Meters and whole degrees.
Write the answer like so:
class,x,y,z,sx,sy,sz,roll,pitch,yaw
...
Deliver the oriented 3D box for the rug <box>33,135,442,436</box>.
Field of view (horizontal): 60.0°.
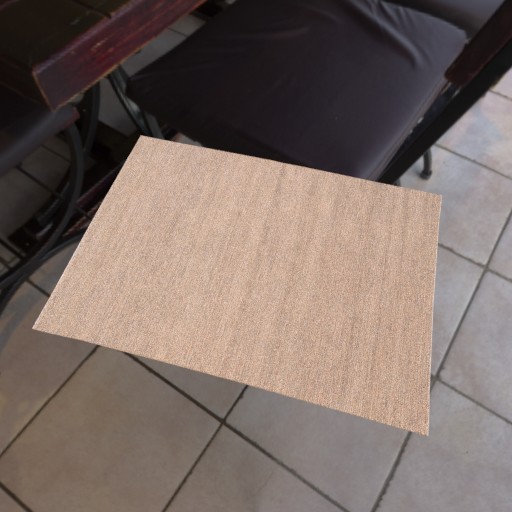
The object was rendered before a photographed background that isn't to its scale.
class,x,y,z,sx,sy,sz,roll,pitch,yaw
rug,0.000,0.000,2.823,2.264,0.030,1.624,13,60,8
